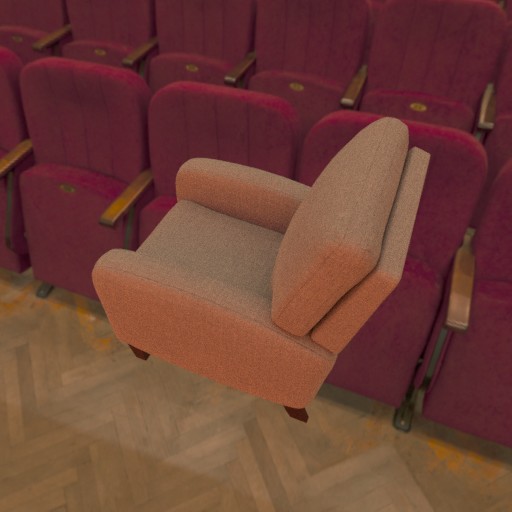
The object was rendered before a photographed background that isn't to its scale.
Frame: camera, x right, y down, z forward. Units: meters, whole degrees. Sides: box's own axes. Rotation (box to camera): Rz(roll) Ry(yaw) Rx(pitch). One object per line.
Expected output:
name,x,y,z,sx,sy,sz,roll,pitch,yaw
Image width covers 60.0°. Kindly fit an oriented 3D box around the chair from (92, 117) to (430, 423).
chair,0.000,0.000,1.672,0.990,0.990,0.762,17,49,15
